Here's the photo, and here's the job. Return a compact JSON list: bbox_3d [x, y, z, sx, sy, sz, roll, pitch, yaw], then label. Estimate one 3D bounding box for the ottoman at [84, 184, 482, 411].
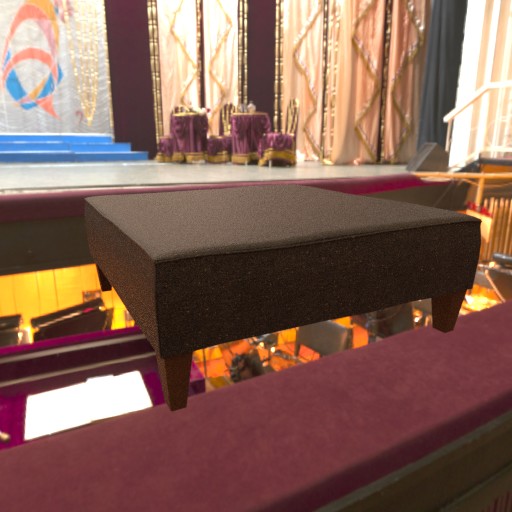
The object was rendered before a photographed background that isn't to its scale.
[{"bbox_3d":[0.000,0.000,1.522,0.968,0.382,1.004,-8,17,-27],"label":"ottoman"}]
